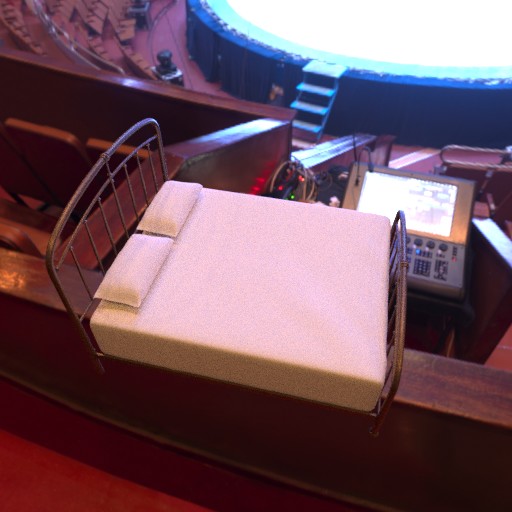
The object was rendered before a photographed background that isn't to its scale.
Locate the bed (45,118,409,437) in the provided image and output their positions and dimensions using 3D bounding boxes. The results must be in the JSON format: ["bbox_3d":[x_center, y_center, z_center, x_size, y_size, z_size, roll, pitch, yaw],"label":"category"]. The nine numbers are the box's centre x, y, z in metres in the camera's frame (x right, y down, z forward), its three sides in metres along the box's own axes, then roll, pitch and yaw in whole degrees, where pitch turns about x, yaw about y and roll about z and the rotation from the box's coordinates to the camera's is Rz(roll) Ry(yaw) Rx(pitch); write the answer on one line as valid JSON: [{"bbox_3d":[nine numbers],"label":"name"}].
[{"bbox_3d":[0.000,0.000,3.341,2.168,1.475,1.711,10,47,9],"label":"bed"}]
